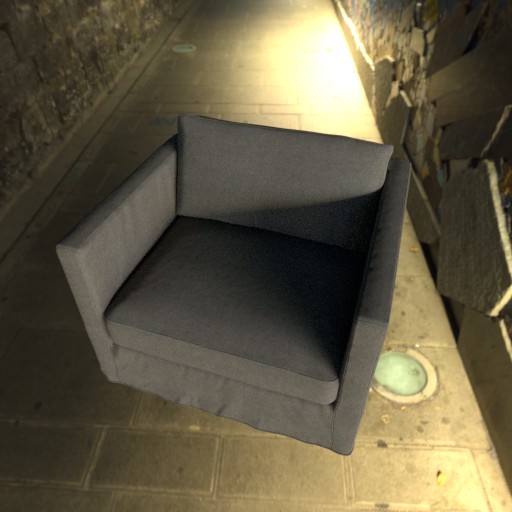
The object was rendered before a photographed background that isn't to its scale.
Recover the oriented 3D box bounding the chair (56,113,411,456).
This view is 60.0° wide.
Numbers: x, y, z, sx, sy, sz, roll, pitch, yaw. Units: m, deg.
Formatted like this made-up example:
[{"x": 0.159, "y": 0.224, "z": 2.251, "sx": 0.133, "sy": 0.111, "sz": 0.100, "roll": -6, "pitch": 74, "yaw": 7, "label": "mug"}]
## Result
[{"x": 0.000, "y": 0.000, "z": 1.752, "sx": 1.057, "sy": 0.863, "sz": 0.949, "roll": 12, "pitch": 42, "yaw": 14, "label": "chair"}]
